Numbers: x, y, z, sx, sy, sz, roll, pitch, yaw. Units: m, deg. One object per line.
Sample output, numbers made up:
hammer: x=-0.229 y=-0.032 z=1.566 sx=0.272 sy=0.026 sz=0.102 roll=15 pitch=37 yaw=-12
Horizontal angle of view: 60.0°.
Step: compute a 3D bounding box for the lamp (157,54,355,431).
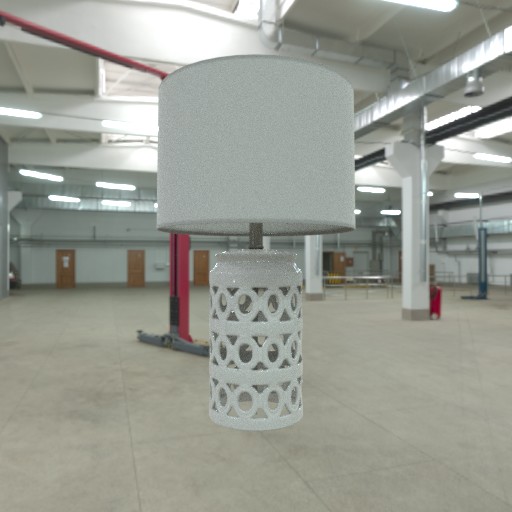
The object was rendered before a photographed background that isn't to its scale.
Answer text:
lamp: x=0.000 y=0.000 z=0.706 sx=0.310 sy=0.502 sz=0.310 roll=0 pitch=-1 yaw=0
